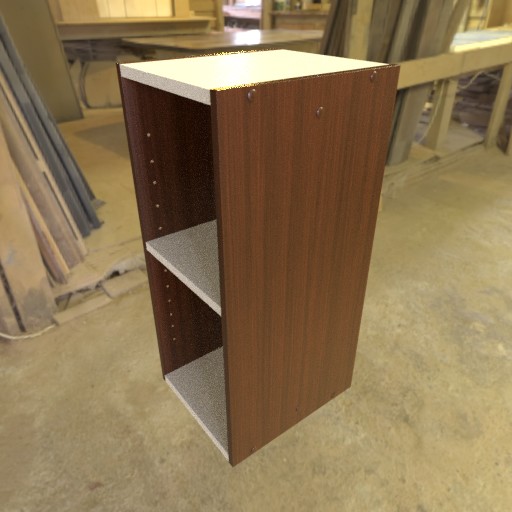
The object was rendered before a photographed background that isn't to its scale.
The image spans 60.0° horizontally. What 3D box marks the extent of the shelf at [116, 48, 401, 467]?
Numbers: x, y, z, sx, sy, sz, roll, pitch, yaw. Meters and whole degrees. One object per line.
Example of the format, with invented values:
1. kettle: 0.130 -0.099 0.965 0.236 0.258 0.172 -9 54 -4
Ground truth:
1. shelf: 0.000 0.000 0.748 0.290 0.600 0.253 -22 37 -32
